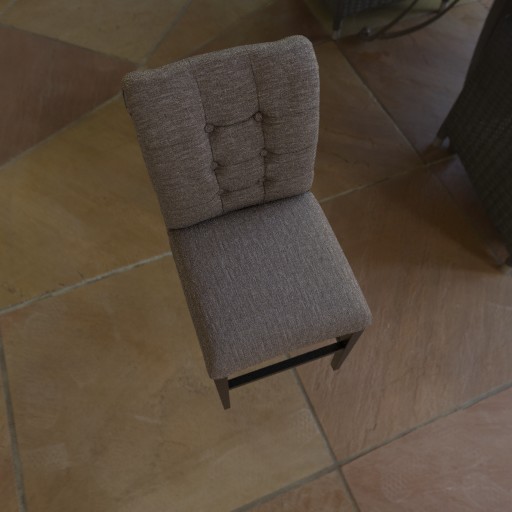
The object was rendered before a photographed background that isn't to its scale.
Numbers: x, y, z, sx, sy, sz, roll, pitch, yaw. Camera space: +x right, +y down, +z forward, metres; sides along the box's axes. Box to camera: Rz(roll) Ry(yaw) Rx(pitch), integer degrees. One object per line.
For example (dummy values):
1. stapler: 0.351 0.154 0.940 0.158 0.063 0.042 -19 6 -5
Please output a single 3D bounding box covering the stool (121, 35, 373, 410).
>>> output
1. stool: 0.000 0.000 1.291 0.457 0.970 0.611 -17 63 -9
